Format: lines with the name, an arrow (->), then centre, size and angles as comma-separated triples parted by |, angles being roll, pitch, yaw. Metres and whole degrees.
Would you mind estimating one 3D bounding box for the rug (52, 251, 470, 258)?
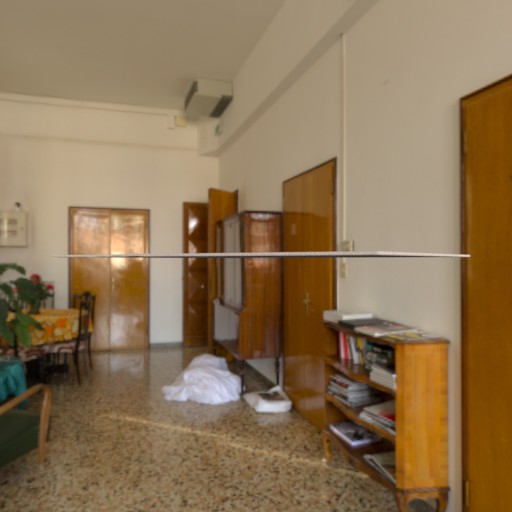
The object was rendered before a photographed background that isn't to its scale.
rug -> 0.000, 0.000, 2.909 | 2.290, 0.021, 1.540 | 0, -1, 37
